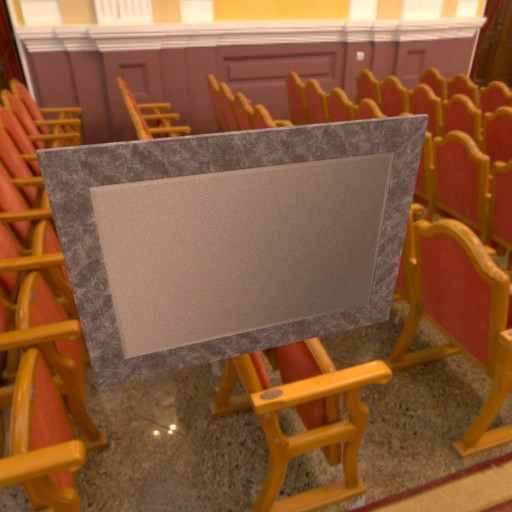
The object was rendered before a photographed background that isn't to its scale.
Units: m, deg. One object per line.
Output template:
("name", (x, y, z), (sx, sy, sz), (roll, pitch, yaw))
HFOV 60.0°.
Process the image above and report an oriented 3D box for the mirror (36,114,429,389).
("mirror", (0.000, 0.000, 1.409), (1.101, 0.795, 0.022), (-10, 33, -16))
